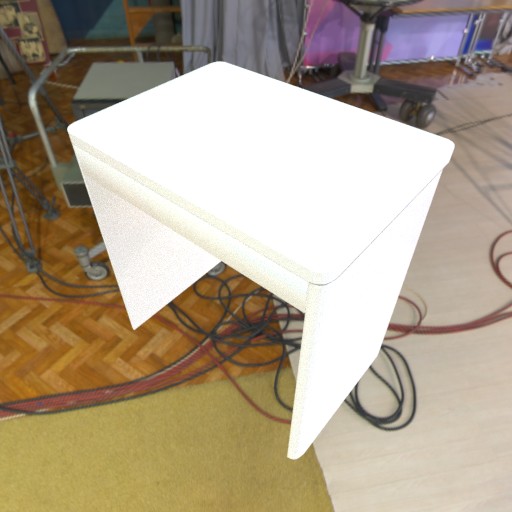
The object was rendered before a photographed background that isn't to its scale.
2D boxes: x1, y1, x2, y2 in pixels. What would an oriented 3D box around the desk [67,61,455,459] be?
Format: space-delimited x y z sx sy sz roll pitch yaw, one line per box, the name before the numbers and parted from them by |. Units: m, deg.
desk | 0.000 0.000 1.322 0.762 0.800 0.549 31 52 27
